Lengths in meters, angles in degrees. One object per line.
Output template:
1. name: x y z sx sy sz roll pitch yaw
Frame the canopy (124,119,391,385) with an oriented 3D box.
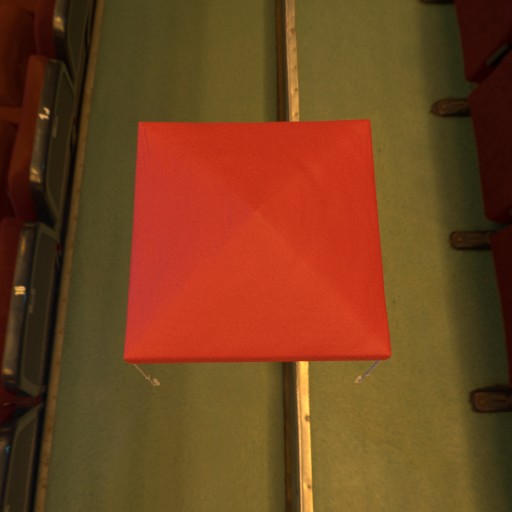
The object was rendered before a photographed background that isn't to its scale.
1. canopy: 0.000 0.000 6.385 3.599 3.600 3.600 -1 75 0
